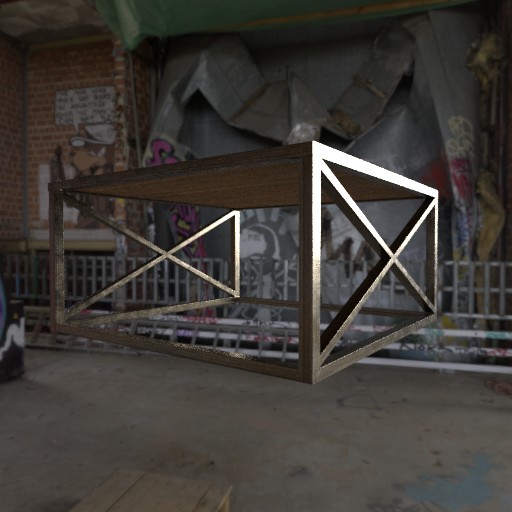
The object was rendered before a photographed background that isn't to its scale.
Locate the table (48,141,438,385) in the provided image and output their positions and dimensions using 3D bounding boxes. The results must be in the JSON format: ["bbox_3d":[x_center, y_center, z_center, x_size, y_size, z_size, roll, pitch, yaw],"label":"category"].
[{"bbox_3d":[0.000,0.000,1.446,0.909,0.451,0.899,1,2,36],"label":"table"}]
